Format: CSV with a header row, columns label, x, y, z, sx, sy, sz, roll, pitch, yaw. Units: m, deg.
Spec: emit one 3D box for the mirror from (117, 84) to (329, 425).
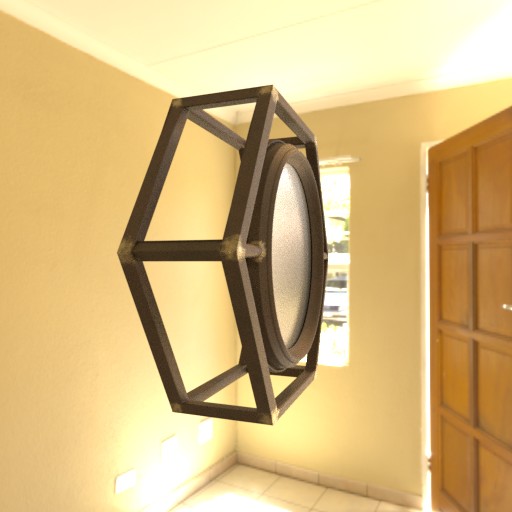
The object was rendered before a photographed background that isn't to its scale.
label,x,y,z,sx,sy,sz,roll,pitch,yaw
mirror,0.000,0.000,0.543,0.119,0.334,0.380,0,-1,20
